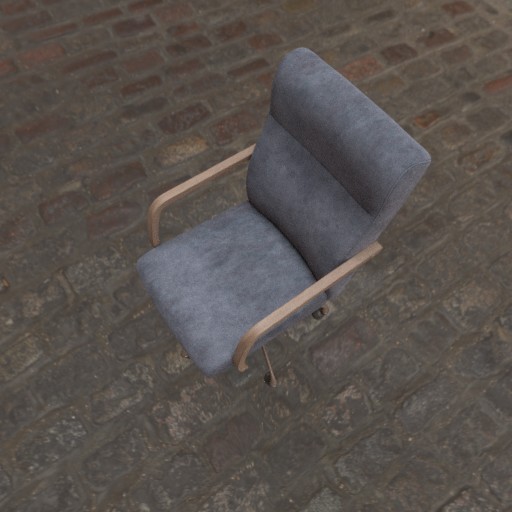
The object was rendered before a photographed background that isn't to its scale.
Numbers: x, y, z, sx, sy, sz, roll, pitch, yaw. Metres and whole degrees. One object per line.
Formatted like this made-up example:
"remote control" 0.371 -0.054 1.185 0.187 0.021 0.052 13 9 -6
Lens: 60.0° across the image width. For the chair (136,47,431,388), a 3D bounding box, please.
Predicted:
"chair" 0.000 0.000 1.479 0.741 1.029 0.640 -32 67 -16
